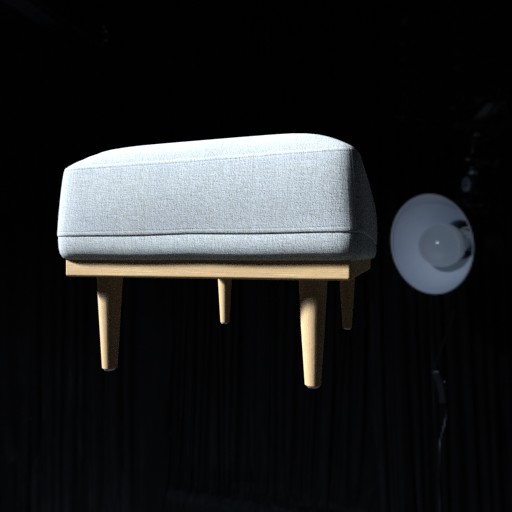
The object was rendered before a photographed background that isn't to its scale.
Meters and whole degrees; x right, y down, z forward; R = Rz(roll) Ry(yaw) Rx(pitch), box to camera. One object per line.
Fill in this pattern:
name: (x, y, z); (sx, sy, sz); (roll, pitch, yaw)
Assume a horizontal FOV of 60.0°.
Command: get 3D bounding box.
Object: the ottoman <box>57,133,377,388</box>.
ottoman: (0.000, 0.000, 1.068); (0.549, 0.428, 0.749); (0, 0, 17)
